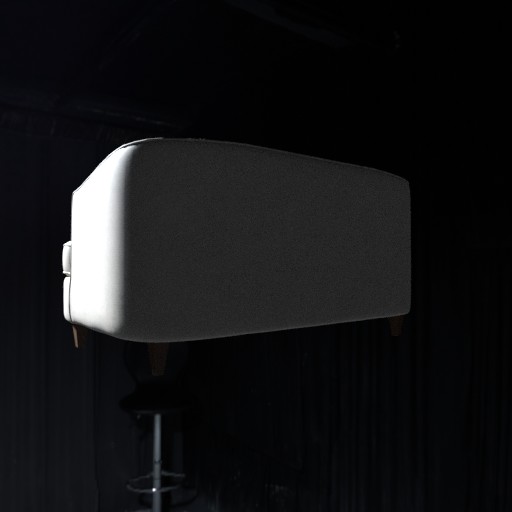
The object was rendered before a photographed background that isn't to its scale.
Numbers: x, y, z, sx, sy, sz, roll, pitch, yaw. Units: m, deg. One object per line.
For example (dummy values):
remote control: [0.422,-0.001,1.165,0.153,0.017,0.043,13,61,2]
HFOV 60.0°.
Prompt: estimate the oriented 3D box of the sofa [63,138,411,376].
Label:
sofa: [0.000,0.000,2.327,1.731,0.878,0.940,0,-1,-37]
